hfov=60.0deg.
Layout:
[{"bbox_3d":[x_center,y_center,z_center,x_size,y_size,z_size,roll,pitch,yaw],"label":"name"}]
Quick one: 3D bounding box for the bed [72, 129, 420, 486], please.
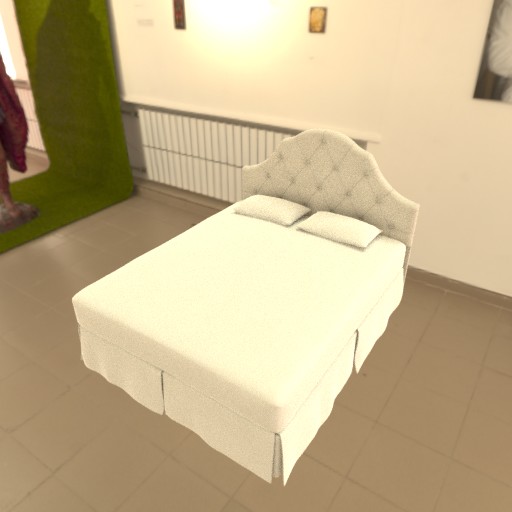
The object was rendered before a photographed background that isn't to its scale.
[{"bbox_3d":[0.000,0.000,3.769,2.039,1.617,2.477,19,35,29],"label":"bed"}]
